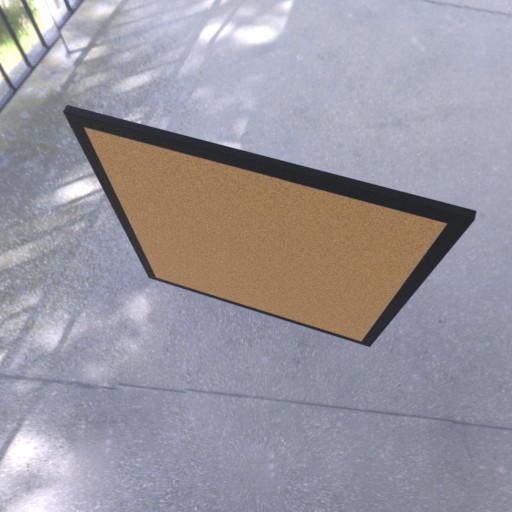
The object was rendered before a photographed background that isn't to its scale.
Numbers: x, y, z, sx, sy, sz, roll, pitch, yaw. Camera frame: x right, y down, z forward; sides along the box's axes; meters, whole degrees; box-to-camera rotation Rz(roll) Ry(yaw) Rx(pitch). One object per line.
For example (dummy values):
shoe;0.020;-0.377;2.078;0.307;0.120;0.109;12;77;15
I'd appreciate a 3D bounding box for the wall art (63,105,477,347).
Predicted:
wall art;0.000;0.000;0.972;0.663;0.659;0.016;16;64;8
